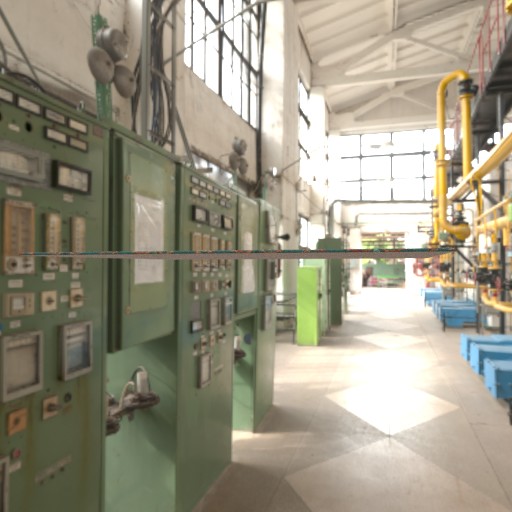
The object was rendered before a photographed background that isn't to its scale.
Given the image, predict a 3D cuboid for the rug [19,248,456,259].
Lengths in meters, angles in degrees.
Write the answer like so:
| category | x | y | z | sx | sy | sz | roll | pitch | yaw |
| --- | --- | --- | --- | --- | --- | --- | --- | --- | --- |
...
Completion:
| category | x | y | z | sx | sy | sz | roll | pitch | yaw |
| --- | --- | --- | --- | --- | --- | --- | --- | --- | --- |
| rug | 0.000 | 0.000 | 4.199 | 3.204 | 0.025 | 2.434 | 0 | -1 | 18 |
